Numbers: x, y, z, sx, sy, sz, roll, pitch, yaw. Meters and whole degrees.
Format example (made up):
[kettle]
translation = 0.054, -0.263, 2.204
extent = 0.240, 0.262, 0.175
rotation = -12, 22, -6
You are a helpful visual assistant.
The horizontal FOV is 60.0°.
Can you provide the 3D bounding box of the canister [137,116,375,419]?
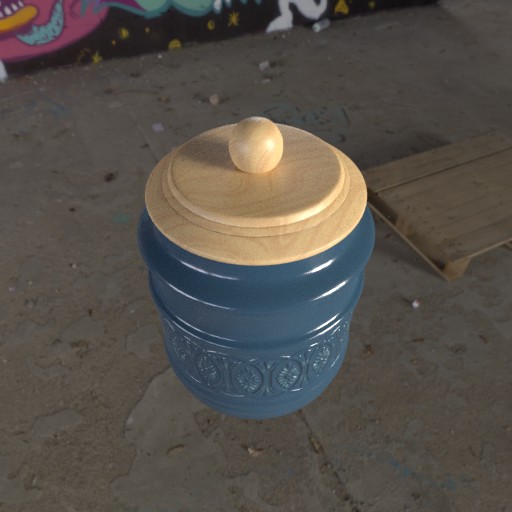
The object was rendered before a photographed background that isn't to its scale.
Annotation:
[canister]
translation = 0.000, 0.000, 0.266
extent = 0.130, 0.176, 0.130
rotation = 0, 45, 0
